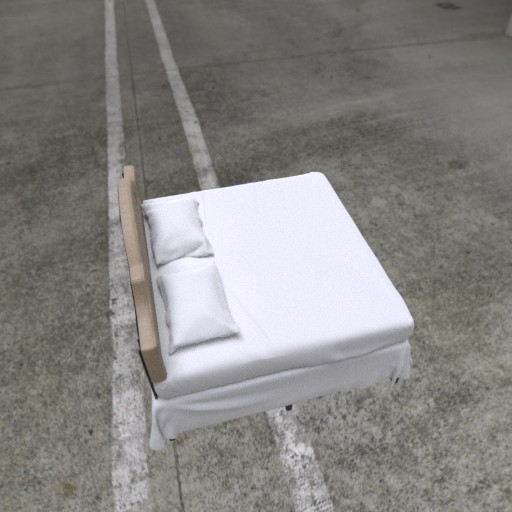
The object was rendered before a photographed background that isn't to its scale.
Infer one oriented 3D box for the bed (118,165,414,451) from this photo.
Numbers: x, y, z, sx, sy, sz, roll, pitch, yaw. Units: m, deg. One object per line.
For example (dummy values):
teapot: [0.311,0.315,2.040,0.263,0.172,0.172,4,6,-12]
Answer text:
bed: [0.000,0.000,3.772,2.222,1.631,2.303,-11,47,-10]
